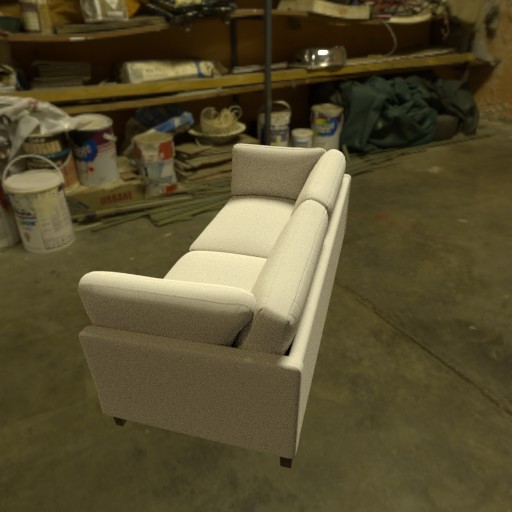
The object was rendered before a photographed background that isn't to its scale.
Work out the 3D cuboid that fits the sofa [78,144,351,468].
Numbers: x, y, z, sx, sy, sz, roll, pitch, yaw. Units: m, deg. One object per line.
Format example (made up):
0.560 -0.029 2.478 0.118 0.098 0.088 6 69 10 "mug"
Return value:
0.000 0.000 2.770 0.957 0.863 2.301 8 31 13 "sofa"
